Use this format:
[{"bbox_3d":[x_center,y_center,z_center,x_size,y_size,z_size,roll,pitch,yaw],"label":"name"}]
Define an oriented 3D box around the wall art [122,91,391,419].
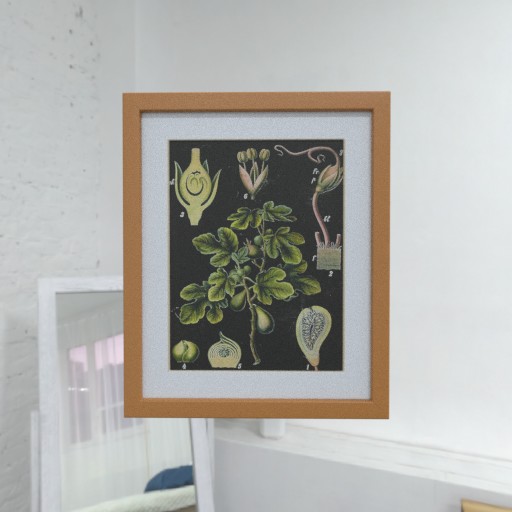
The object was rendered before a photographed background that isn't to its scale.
[{"bbox_3d":[0.000,0.000,0.760,0.452,0.553,0.022,0,1,1],"label":"wall art"}]
